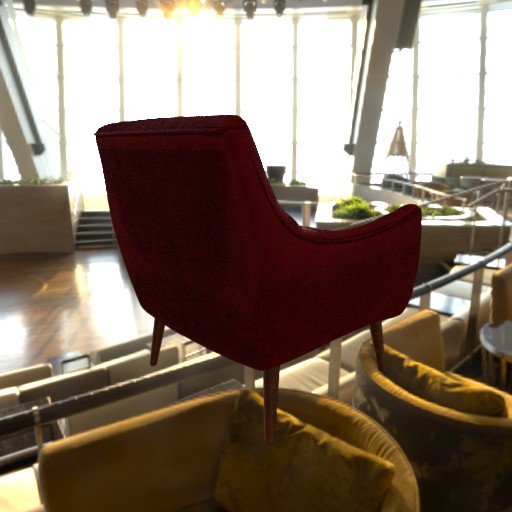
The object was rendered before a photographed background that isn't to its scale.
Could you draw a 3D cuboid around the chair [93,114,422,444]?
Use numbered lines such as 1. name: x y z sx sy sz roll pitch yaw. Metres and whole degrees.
1. chair: 0.000 0.000 1.443 0.787 0.838 0.762 -13 19 -42
